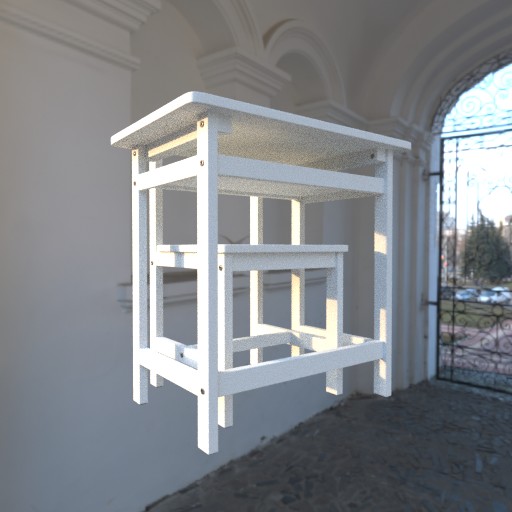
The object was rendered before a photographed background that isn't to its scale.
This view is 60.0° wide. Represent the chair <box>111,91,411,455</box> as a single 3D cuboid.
[{"bbox_3d":[0.000,0.000,1.066,0.599,0.673,0.461,-1,1,-37],"label":"chair"}]
